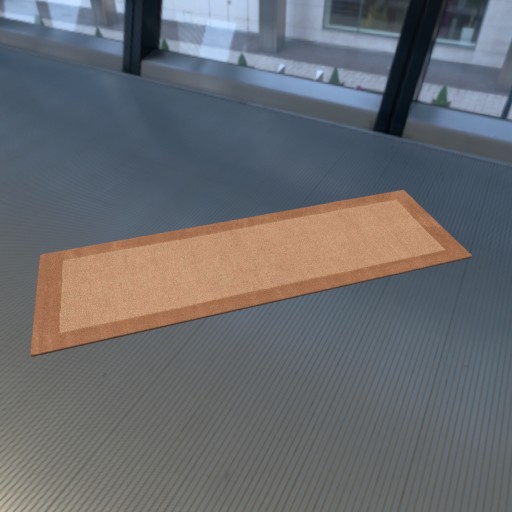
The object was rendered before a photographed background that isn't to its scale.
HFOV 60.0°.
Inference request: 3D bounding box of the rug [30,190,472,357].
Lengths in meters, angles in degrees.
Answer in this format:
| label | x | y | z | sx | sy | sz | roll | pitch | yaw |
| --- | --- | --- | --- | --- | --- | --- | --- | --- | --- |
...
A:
| label | x | y | z | sx | sy | sz | roll | pitch | yaw |
| --- | --- | --- | --- | --- | --- | --- | --- | --- | --- |
| rug | 0.000 | 0.000 | 2.617 | 2.439 | 0.017 | 0.764 | -11 | 42 | -13 |
